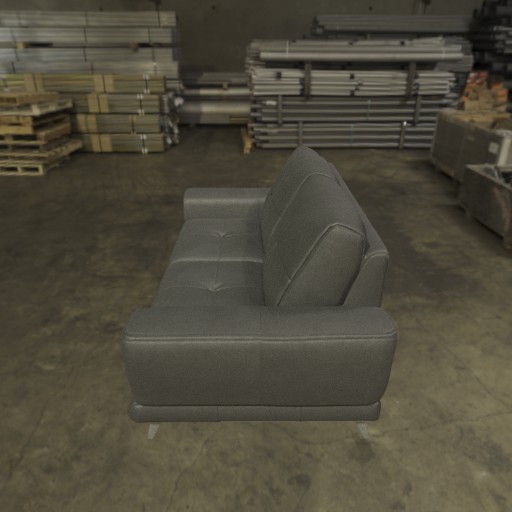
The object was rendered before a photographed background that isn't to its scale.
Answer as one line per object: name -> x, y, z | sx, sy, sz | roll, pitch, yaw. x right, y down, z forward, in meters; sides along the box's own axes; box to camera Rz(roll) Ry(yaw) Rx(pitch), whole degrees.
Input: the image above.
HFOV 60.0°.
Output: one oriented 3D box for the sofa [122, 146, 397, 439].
sofa -> 0.000, 0.000, 2.391 | 1.018, 0.907, 1.806 | 0, 26, 0
